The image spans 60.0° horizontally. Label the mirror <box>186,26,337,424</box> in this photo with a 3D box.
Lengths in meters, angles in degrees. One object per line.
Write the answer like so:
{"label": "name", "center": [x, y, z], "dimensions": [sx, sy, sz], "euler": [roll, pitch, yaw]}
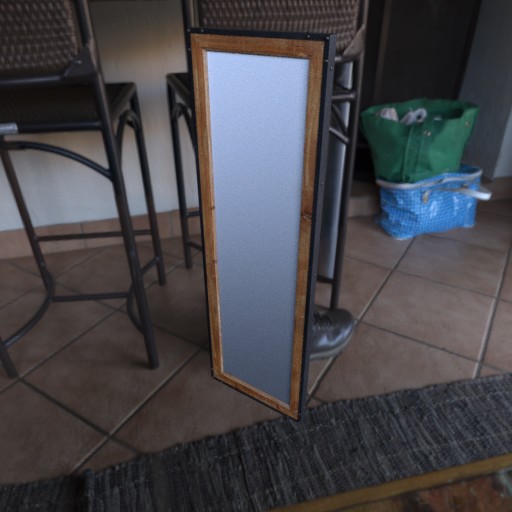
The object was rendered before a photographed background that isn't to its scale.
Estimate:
{"label": "mirror", "center": [0.000, 0.000, 1.181], "dimensions": [0.354, 1.080, 0.042], "euler": [19, 36, 28]}
